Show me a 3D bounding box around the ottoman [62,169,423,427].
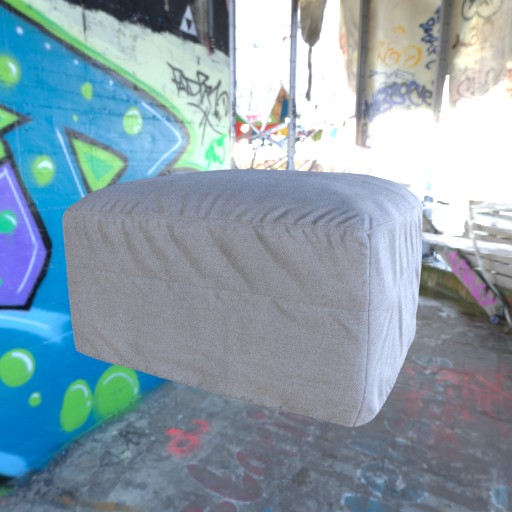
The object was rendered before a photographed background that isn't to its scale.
[{"bbox_3d":[0.000,0.000,1.252,0.837,0.481,0.683,7,15,27],"label":"ottoman"}]
